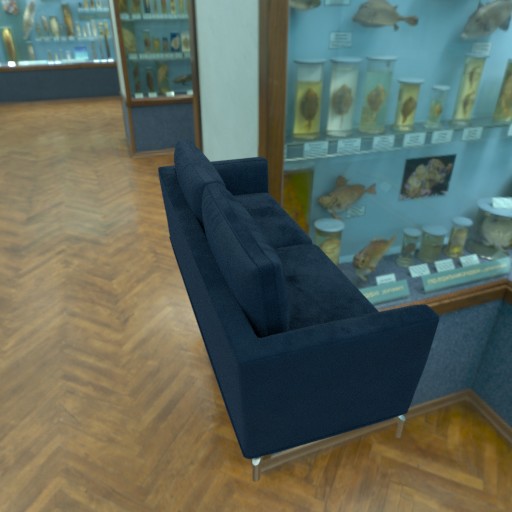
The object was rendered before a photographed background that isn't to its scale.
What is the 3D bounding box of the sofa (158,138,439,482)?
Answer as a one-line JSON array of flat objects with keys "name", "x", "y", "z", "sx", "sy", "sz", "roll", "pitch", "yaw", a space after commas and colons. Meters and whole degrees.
[{"name": "sofa", "x": 0.000, "y": 0.000, "z": 2.678, "sx": 0.853, "sy": 0.998, "sz": 2.212, "roll": -9, "pitch": 31, "yaw": -16}]
